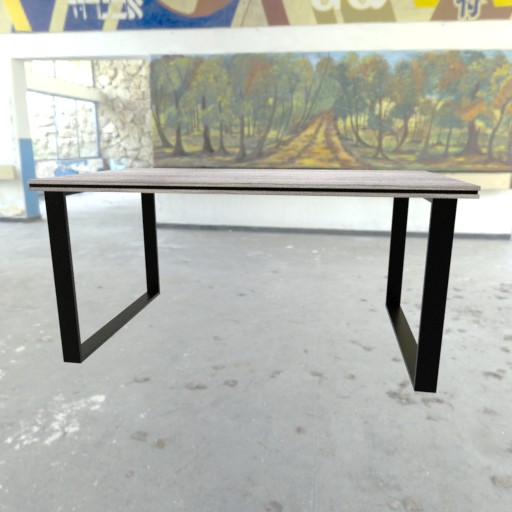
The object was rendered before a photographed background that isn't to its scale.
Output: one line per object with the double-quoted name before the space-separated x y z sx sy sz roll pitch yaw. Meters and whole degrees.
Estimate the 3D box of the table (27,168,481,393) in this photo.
"table" 0.000 0.000 2.030 1.579 0.736 0.881 2 14 9
